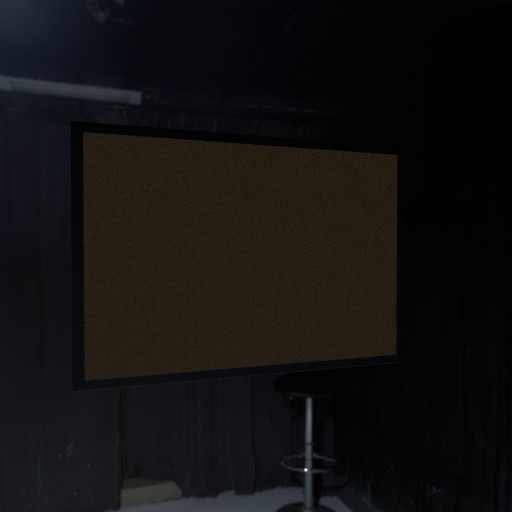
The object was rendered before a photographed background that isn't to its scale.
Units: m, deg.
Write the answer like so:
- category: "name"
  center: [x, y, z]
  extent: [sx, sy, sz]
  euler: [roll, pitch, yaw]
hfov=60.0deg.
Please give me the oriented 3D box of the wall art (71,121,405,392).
- category: "wall art"
  center: [0.000, 0.000, 0.572]
  extent: [0.440, 0.306, 0.013]
  euler: [0, 1, -17]
